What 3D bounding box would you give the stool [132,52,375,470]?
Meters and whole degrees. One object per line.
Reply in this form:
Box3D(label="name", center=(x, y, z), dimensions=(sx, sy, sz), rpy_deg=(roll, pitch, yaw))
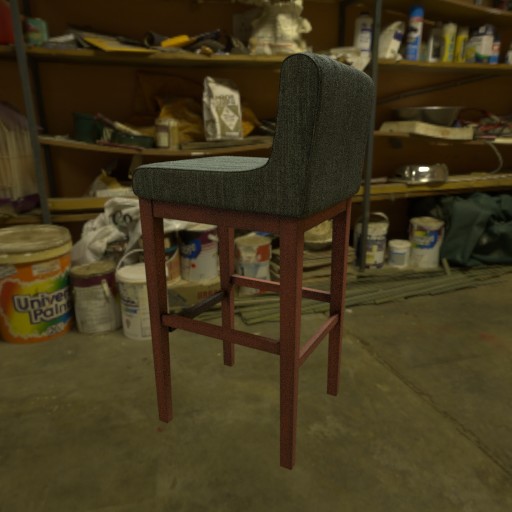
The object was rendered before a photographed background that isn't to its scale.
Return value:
Box3D(label="stool", center=(0.000, 0.000, 1.224), dimensions=(0.499, 0.965, 0.426), rpy_deg=(8, 18, 27))
